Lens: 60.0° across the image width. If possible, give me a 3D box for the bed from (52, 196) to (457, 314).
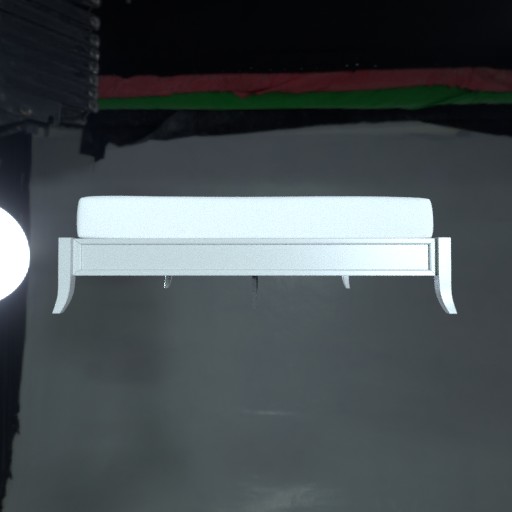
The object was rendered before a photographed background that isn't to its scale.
[{"bbox_3d":[0.000,0.000,2.811,1.604,0.510,2.108,0,-1,0],"label":"bed"}]
